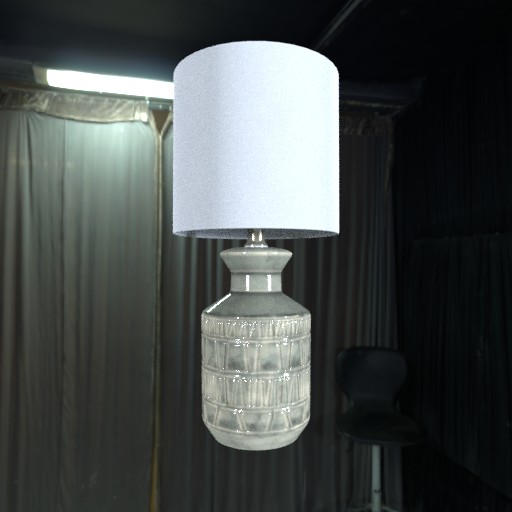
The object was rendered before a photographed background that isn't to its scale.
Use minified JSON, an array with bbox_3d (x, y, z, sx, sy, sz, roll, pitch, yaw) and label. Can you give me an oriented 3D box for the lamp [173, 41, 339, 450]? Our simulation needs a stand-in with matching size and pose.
[{"bbox_3d":[0.000,0.000,0.573,0.211,0.455,0.211,0,-1,-18],"label":"lamp"}]
